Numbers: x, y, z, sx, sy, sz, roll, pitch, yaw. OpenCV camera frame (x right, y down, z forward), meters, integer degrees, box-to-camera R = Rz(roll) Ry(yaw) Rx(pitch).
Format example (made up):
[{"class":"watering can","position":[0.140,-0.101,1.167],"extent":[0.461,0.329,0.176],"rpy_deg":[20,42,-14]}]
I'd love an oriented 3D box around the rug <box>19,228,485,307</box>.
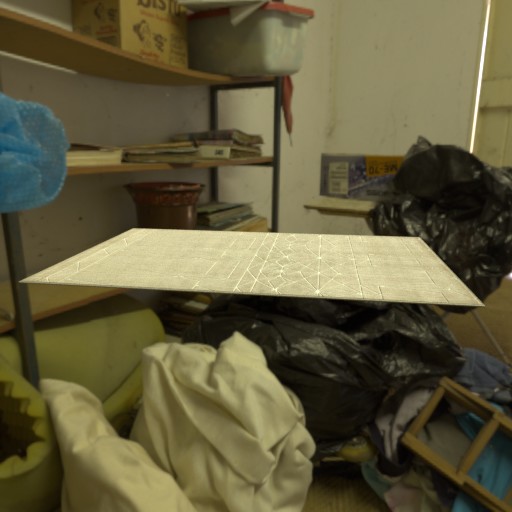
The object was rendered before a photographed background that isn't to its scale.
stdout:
[{"class":"rug","position":[0.000,0.000,3.015],"extent":[2.438,0.012,1.524],"rpy_deg":[2,15,8]}]
